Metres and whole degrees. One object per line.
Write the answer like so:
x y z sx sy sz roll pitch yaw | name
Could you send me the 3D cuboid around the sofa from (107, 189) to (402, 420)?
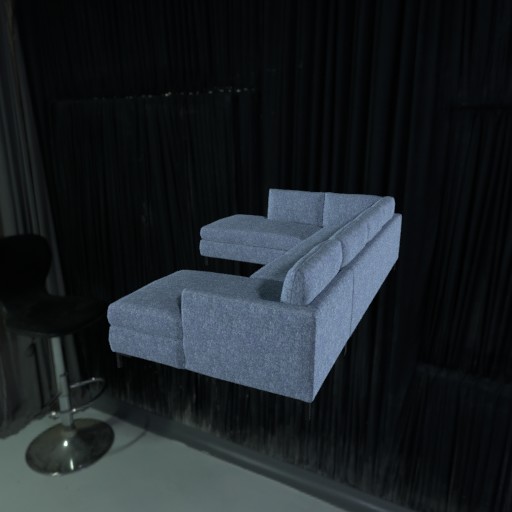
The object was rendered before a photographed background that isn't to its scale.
0.000 0.000 3.582 1.879 0.756 2.737 8 18 24 | sofa
